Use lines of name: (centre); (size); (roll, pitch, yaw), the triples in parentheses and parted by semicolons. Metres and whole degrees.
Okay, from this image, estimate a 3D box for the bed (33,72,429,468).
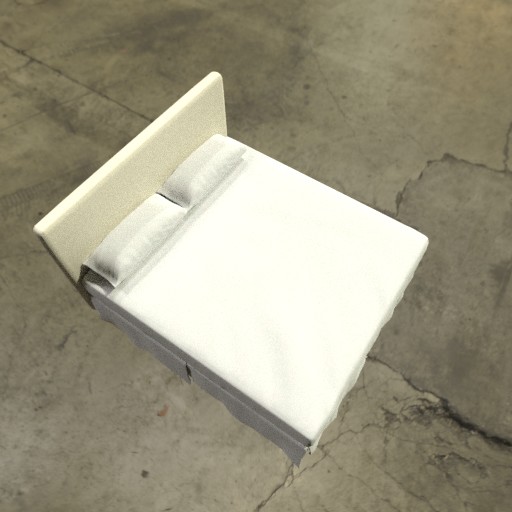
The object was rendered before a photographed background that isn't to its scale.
bed: (0.000, 0.000, 3.614); (2.341, 1.317, 2.119); (30, 63, 17)
